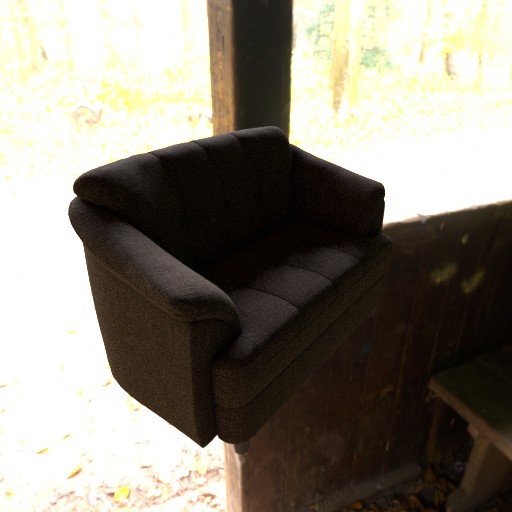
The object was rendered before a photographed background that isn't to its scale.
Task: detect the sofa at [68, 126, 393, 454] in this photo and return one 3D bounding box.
[{"bbox_3d":[0.000,0.000,1.913,0.799,0.895,1.404,19,32,33],"label":"sofa"}]
